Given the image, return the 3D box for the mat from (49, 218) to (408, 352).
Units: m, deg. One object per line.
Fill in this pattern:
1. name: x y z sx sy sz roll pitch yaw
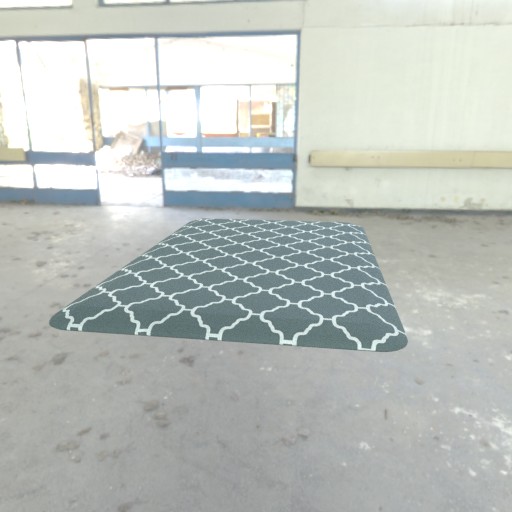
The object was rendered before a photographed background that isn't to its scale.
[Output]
1. mat: 0.000 0.000 0.947 0.508 0.021 0.762 2 16 8
